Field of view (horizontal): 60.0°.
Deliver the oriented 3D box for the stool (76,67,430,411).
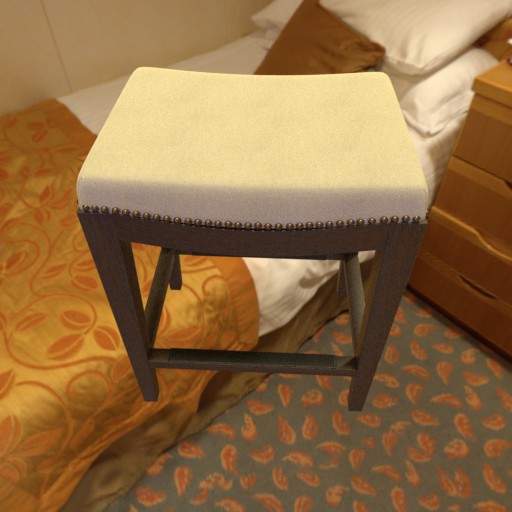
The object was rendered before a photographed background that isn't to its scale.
[{"bbox_3d":[0.000,0.000,0.913,0.500,0.642,0.361,2,47,2],"label":"stool"}]
